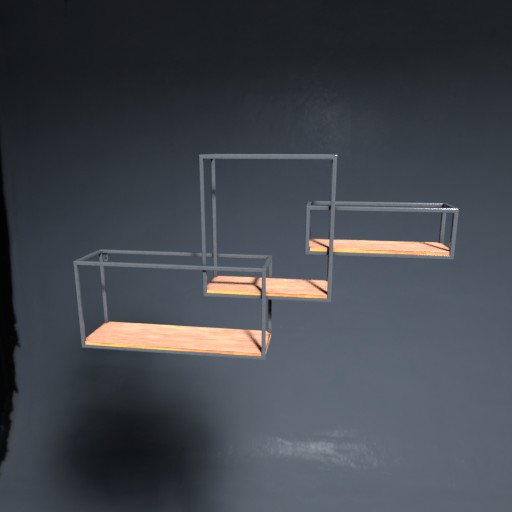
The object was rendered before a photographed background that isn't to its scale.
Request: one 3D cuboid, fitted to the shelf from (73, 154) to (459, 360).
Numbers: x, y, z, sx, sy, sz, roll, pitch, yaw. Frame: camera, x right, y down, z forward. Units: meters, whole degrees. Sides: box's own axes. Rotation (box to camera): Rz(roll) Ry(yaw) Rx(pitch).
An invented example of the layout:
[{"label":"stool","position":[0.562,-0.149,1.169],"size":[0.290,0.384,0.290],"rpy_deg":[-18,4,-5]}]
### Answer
[{"label":"shelf","position":[0.000,0.000,2.176],"size":[1.781,0.972,0.275],"rpy_deg":[2,14,8]}]
